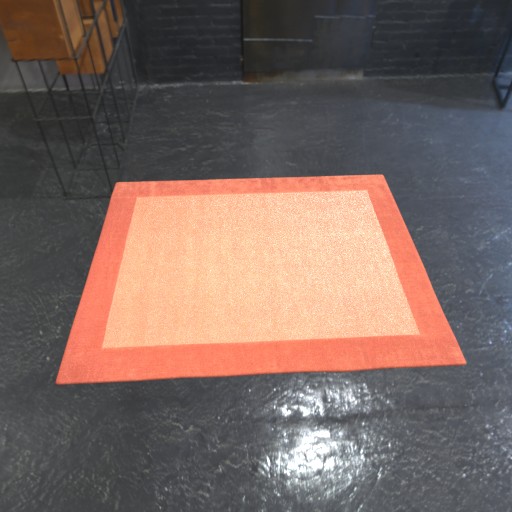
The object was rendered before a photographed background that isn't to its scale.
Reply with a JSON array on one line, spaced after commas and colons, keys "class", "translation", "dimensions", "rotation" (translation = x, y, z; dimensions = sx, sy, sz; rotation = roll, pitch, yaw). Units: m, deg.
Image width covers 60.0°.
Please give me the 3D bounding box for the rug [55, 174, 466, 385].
[{"class": "rug", "translation": [0.000, 0.000, 4.045], "dimensions": [2.976, 0.018, 2.430], "rotation": [-2, 45, -2]}]
